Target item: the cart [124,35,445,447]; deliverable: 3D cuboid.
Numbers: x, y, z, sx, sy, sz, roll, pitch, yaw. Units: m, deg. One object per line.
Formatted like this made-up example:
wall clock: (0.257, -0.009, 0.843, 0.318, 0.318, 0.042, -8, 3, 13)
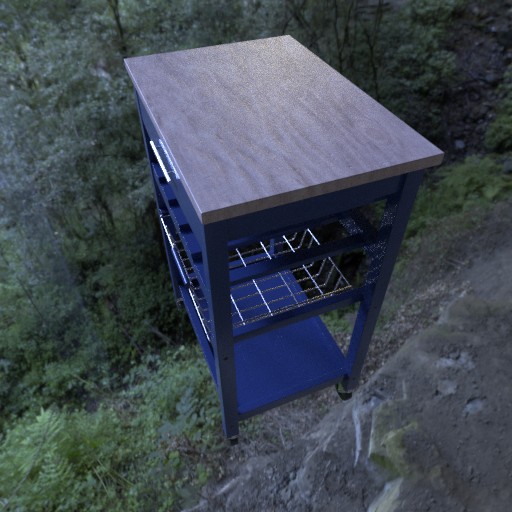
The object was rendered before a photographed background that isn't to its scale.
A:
cart: (0.000, 0.000, 1.128, 0.403, 0.839, 0.584, -16, 47, -16)
